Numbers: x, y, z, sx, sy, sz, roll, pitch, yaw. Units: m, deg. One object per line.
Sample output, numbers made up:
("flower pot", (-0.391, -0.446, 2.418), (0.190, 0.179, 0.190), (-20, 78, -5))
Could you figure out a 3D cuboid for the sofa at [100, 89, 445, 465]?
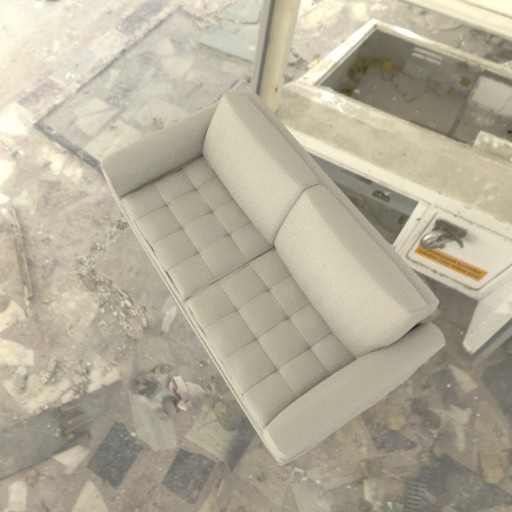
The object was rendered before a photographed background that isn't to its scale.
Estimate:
("sofa", (0.000, 0.000, 2.744), (1.121, 0.930, 2.177), (-31, 68, -14))
